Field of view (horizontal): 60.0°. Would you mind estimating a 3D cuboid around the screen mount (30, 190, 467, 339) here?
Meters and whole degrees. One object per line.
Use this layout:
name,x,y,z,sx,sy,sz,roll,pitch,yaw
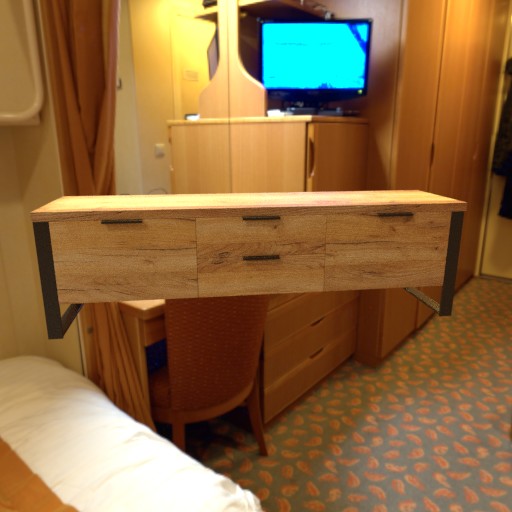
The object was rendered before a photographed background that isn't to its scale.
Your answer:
screen mount,0.000,0.000,1.766,1.524,0.450,0.395,-2,16,-8
